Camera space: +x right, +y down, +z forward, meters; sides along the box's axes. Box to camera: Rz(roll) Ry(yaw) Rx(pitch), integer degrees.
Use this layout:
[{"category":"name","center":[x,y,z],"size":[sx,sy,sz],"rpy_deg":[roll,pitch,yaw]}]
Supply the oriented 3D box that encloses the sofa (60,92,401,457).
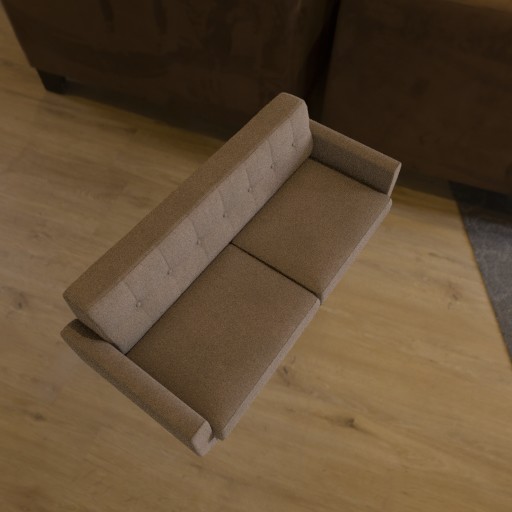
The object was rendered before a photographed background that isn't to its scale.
[{"category":"sofa","center":[0.000,0.000,2.580],"size":[0.909,0.841,2.029],"rpy_deg":[31,62,19]}]
